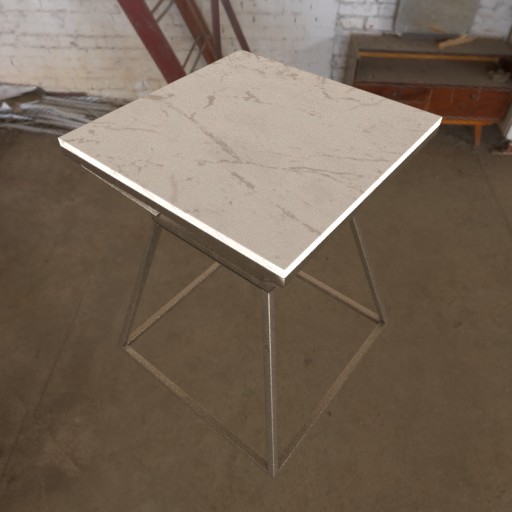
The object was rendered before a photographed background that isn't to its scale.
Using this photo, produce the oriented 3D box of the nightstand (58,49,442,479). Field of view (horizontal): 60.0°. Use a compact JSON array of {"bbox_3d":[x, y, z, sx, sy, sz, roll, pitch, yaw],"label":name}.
[{"bbox_3d":[0.000,0.000,0.856,0.455,0.554,0.455,30,54,26],"label":"nightstand"}]
